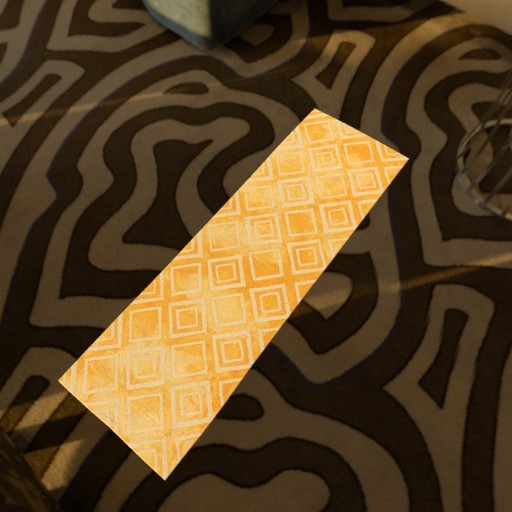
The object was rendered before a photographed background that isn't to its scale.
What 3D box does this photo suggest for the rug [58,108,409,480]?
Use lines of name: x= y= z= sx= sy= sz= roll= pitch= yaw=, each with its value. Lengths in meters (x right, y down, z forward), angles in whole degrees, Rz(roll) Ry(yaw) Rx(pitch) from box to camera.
rug: x=0.000 y=0.000 z=2.661 sx=0.775 sy=0.010 sz=2.438 roll=34 pitch=68 yaw=16
